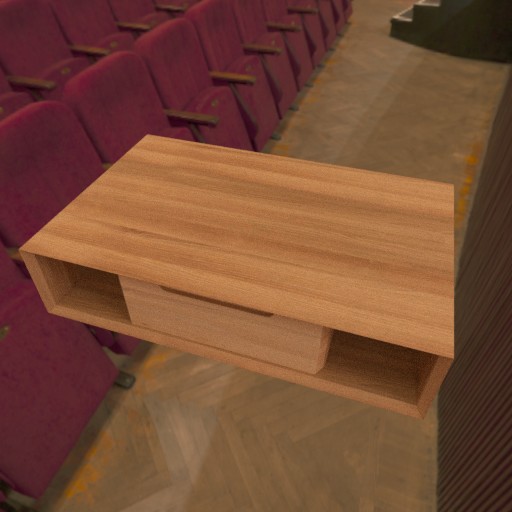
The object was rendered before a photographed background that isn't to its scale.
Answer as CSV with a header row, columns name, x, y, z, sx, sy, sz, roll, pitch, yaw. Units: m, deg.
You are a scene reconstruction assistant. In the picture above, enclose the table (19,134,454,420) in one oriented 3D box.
name,x,y,z,sx,sy,sz,roll,pitch,yaw
table,0.000,0.000,1.408,1.100,0.330,0.700,12,43,14
